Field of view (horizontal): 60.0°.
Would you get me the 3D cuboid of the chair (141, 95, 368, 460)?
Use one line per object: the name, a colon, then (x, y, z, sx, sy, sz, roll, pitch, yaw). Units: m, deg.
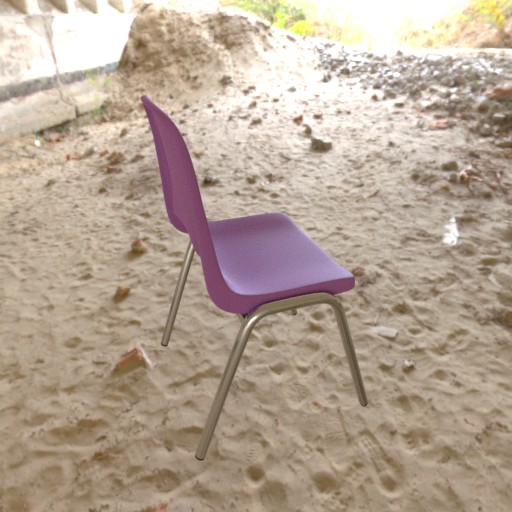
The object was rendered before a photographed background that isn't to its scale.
chair: (0.000, 0.000, 0.704, 0.301, 0.493, 0.291, -11, 31, -18)
